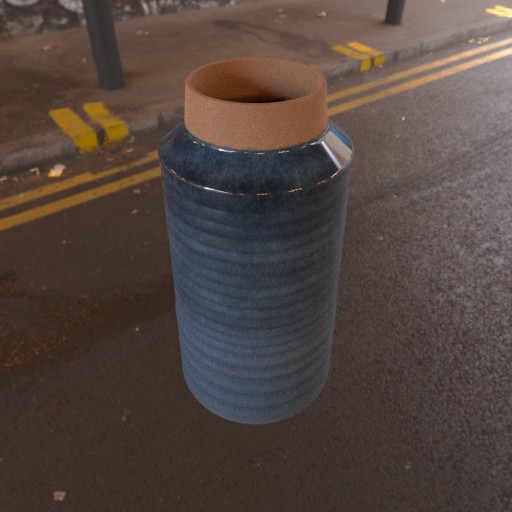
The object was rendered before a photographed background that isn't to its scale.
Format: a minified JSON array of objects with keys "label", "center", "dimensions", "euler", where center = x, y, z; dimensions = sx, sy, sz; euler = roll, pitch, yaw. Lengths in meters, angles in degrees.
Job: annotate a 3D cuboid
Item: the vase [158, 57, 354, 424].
[{"label":"vase","center":[0.000,0.000,0.403],"dimensions":[0.163,0.316,0.163],"euler":[0,40,0]}]
